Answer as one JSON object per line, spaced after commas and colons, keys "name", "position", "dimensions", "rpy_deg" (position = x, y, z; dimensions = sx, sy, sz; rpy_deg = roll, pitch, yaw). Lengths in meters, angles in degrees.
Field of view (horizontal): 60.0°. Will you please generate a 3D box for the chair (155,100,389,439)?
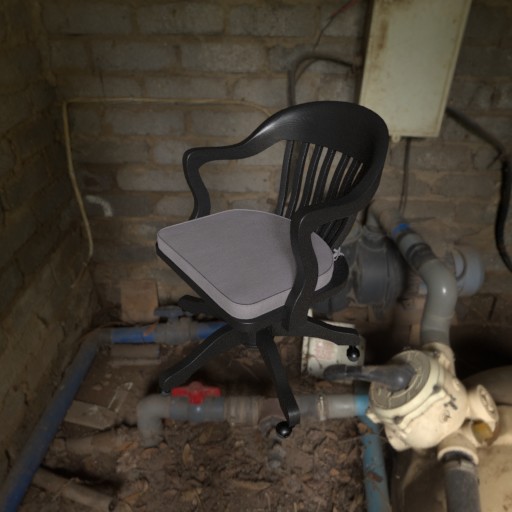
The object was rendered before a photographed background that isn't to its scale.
{"name": "chair", "position": [0.000, 0.000, 1.467], "dimensions": [0.788, 0.878, 0.750], "rpy_deg": [-21, 37, -30]}
